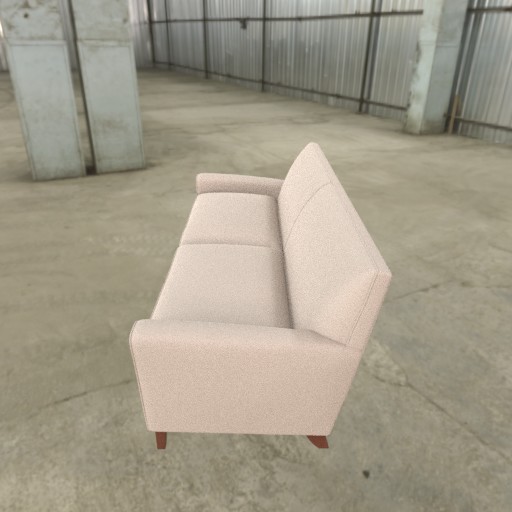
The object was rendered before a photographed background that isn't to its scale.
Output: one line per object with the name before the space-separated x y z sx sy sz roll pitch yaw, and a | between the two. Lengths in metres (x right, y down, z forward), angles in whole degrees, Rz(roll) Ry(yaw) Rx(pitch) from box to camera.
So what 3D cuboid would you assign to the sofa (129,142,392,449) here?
sofa | 0.000 0.000 2.443 0.875 0.846 2.000 0 26 0
